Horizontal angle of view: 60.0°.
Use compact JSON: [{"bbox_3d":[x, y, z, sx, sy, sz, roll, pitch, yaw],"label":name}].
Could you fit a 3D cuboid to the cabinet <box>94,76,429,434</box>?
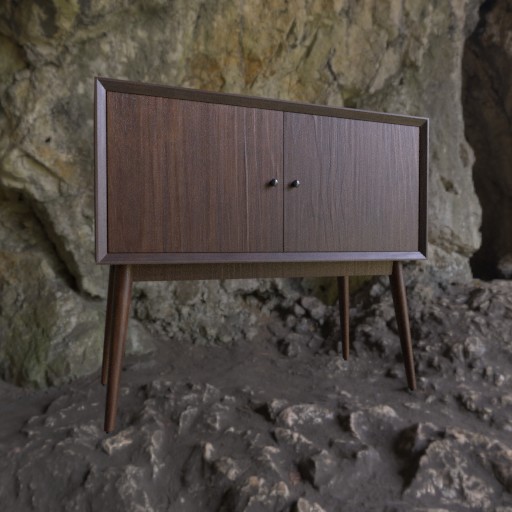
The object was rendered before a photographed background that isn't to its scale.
[{"bbox_3d":[0.000,0.000,1.090,0.743,0.654,0.354,-1,1,-20],"label":"cabinet"}]
